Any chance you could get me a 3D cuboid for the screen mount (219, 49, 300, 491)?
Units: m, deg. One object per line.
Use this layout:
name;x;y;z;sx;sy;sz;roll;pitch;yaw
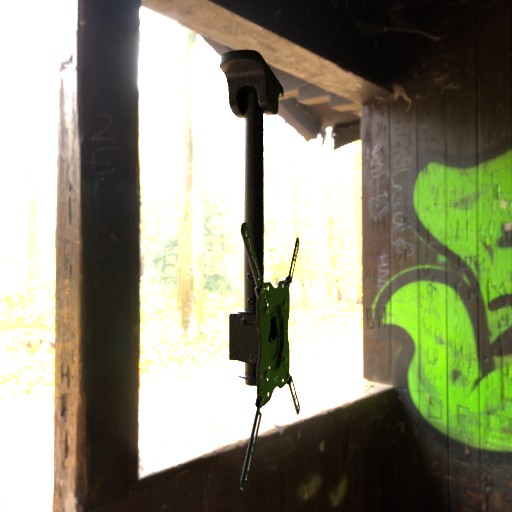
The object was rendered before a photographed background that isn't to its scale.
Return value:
screen mount;0.000;0.000;0.878;0.090;0.729;0.393;0;-1;18
